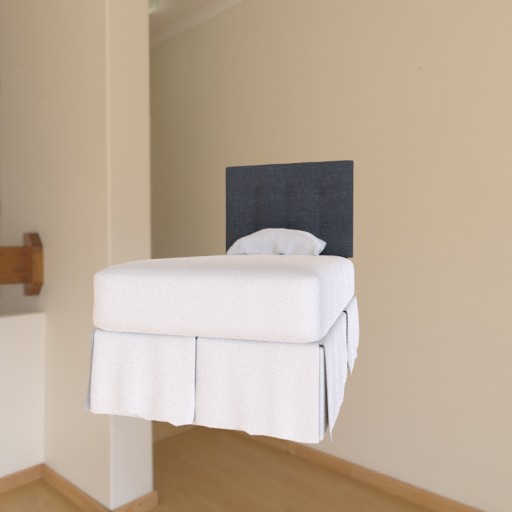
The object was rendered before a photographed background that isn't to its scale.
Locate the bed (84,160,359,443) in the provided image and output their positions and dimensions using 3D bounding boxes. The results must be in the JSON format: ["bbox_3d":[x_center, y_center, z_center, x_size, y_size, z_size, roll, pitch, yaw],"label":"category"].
[{"bbox_3d":[0.000,0.000,2.980,1.261,1.571,1.997,0,1,17],"label":"bed"}]
